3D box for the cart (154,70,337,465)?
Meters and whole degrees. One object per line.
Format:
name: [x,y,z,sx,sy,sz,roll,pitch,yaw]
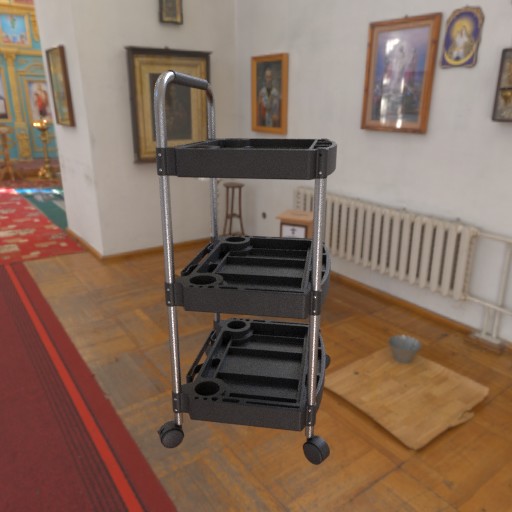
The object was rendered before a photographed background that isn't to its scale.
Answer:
cart: [0.000,0.000,1.412,0.518,1.075,0.584,3,18,9]
